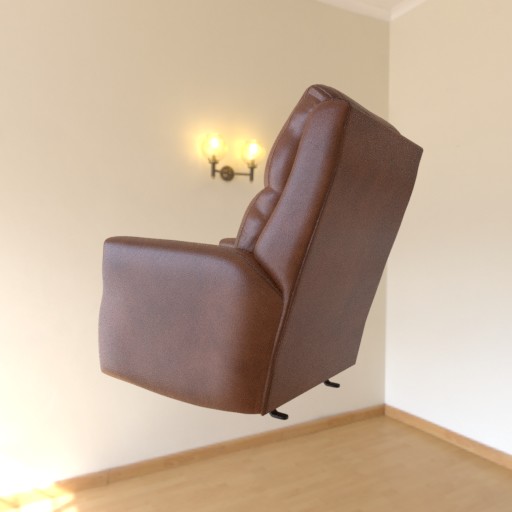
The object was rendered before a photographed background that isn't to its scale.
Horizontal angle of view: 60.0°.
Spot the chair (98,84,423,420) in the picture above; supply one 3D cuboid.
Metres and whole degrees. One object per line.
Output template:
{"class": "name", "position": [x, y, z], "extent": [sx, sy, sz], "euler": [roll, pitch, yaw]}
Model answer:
{"class": "chair", "position": [0.000, 0.000, 1.703], "extent": [1.072, 1.016, 0.821], "euler": [1, 2, 36]}
